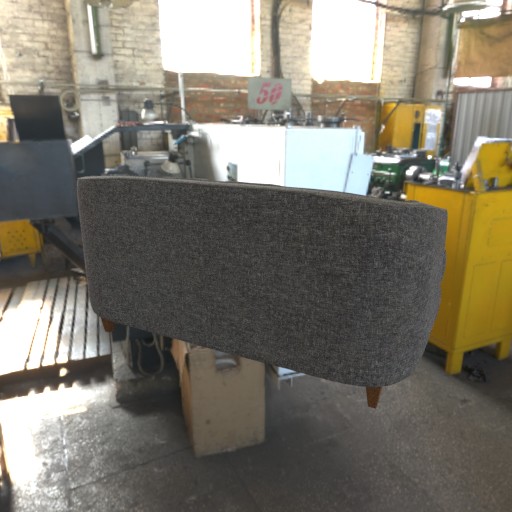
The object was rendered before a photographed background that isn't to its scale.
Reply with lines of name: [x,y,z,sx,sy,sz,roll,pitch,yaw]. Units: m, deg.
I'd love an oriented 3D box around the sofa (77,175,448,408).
sofa: [0.000,0.000,2.253,1.733,0.855,0.941,9,19,26]
